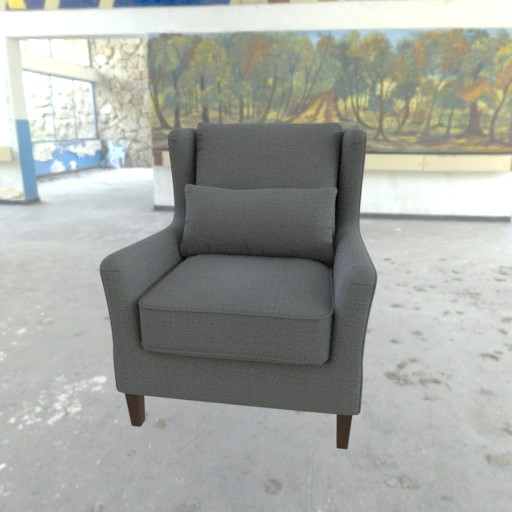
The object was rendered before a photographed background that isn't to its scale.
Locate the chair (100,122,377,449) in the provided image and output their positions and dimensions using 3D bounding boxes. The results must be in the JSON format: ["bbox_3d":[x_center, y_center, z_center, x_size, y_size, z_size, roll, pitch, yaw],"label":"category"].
[{"bbox_3d":[0.000,0.000,1.816,0.866,1.056,1.040,3,17,9],"label":"chair"}]
